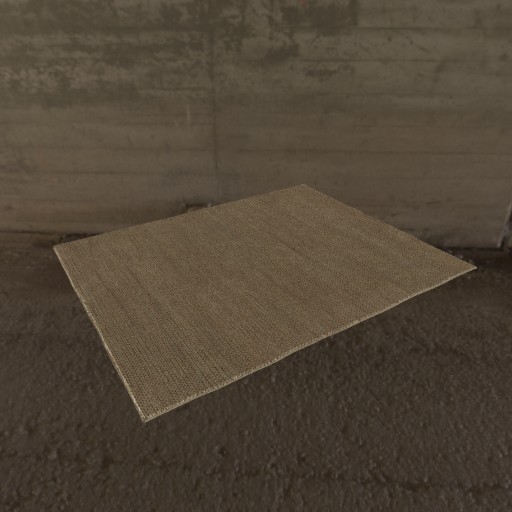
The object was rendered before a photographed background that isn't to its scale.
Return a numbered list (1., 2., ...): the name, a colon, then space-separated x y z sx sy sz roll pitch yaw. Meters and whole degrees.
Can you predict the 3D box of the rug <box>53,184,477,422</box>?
1. rug: 0.000 0.000 4.051 3.052 0.030 2.429 -18 34 -28
